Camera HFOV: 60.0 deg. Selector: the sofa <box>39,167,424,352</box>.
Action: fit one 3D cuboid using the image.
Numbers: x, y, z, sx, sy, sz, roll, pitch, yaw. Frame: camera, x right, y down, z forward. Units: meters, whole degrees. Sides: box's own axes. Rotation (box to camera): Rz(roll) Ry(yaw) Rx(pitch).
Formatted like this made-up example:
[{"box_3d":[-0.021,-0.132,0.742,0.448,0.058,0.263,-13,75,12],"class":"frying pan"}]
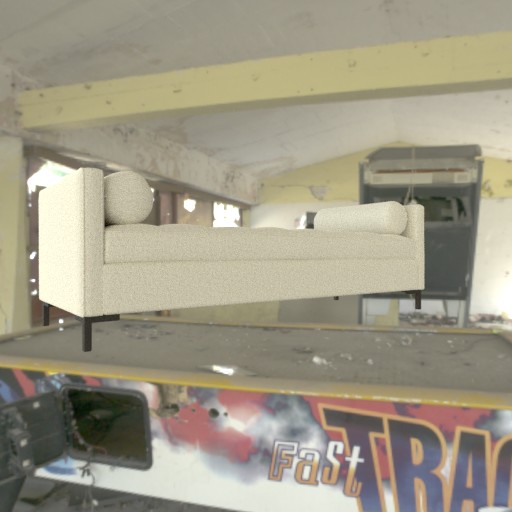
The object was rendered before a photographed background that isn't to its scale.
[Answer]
[{"box_3d":[0.000,0.000,2.349,1.985,0.641,0.746,0,0,-36],"class":"sofa"}]
